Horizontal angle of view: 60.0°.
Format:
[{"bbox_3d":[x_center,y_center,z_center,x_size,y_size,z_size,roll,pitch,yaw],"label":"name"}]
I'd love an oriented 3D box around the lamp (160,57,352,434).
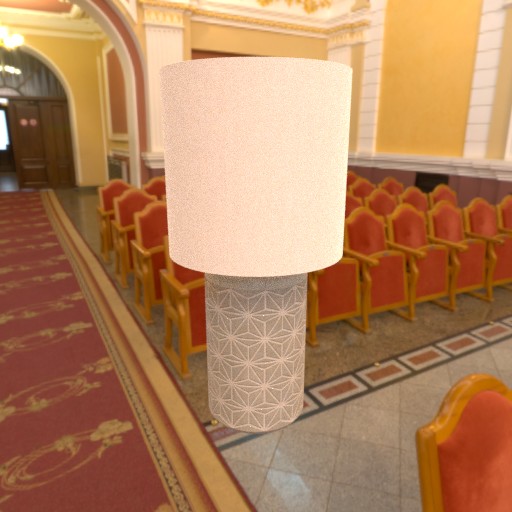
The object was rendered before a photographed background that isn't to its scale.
[{"bbox_3d":[0.000,0.000,0.539,0.206,0.416,0.206,-8,17,-26],"label":"lamp"}]
